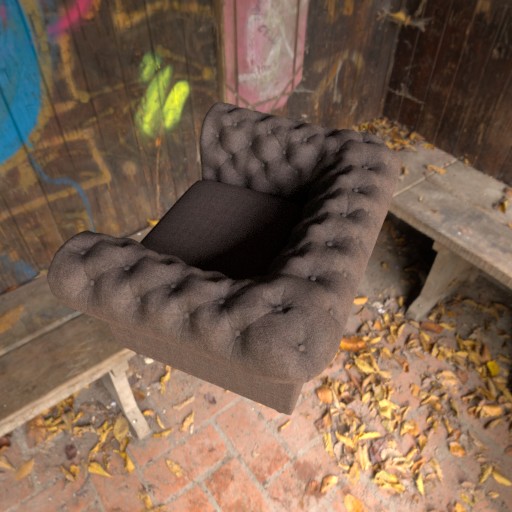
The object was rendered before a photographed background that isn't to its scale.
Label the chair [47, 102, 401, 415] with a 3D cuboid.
[{"bbox_3d":[0.000,0.000,1.910,0.945,0.780,1.298,17,48,16],"label":"chair"}]
